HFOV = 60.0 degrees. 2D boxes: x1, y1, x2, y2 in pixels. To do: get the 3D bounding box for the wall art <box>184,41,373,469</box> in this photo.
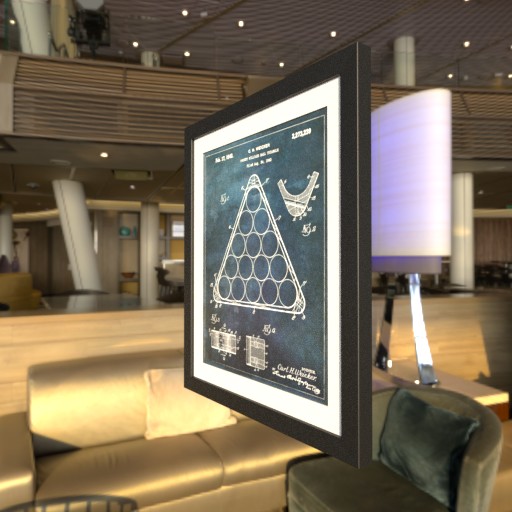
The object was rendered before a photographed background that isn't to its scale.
[{"bbox_3d":[0.000,0.000,0.705,0.025,0.508,0.432,1,-1,-37],"label":"wall art"}]
